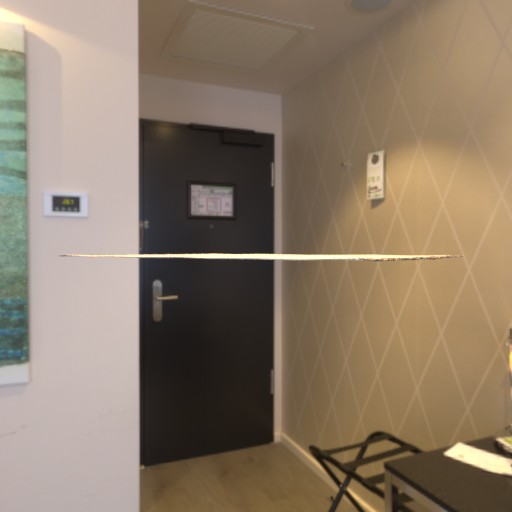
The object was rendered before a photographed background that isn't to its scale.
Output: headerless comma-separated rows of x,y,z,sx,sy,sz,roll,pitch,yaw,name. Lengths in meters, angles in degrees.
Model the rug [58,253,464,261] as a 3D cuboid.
0.000,0.000,2.408,1.861,0.017,1.218,1,1,37,rug
